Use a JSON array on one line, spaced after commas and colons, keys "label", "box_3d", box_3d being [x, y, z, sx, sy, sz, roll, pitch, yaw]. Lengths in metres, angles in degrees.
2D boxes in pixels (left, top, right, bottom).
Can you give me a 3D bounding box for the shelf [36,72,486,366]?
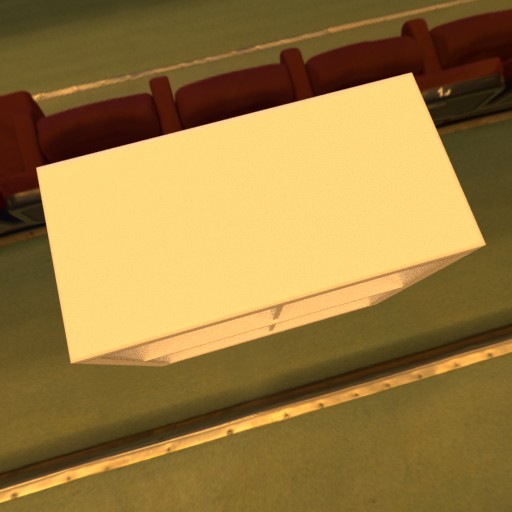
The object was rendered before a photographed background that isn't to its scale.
[{"label": "shelf", "box_3d": [0.000, 0.000, 1.236, 0.790, 0.786, 0.390, -15, 76, -4]}]
